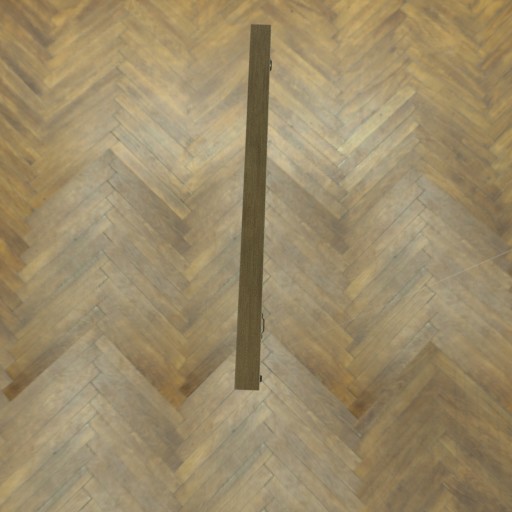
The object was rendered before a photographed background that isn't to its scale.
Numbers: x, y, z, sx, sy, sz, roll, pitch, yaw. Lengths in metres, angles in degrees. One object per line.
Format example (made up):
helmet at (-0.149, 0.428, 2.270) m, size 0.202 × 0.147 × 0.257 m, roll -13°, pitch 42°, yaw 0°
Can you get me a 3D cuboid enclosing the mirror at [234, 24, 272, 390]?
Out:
mirror at (0.000, 0.000, 1.144) m, size 0.040 × 0.915 × 0.609 m, roll 2°, pitch 77°, yaw 0°
